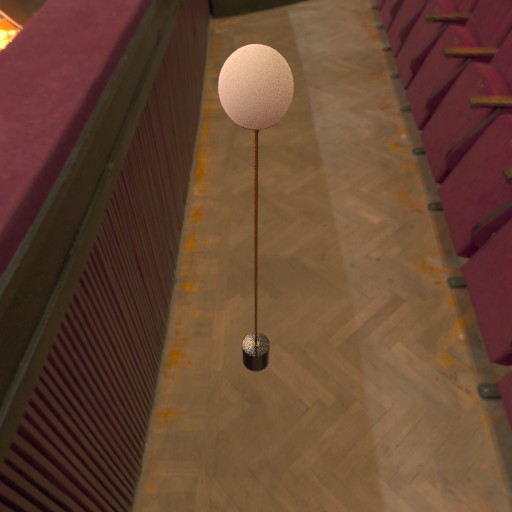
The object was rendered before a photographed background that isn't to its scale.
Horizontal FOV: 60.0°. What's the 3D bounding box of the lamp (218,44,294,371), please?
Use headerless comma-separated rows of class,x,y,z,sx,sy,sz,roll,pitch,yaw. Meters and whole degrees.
lamp,0.000,0.000,1.901,0.229,1.748,0.229,4,47,3
